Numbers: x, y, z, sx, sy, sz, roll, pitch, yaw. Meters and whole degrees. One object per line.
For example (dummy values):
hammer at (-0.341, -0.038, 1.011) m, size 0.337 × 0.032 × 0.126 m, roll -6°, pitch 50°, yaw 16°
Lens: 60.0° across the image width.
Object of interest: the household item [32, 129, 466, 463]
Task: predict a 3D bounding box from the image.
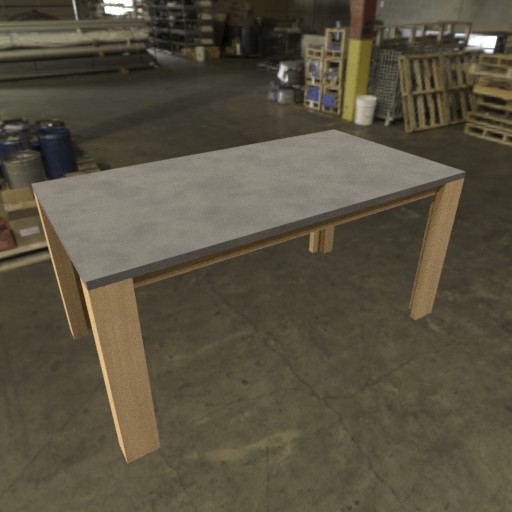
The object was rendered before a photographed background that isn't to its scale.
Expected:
household item at (0.000, 0.000, 2.033) m, size 1.600 × 0.755 × 0.850 m, roll -18°, pitch 34°, yaw -28°
